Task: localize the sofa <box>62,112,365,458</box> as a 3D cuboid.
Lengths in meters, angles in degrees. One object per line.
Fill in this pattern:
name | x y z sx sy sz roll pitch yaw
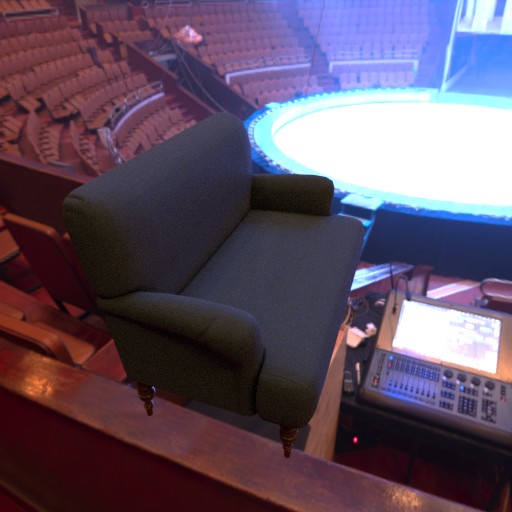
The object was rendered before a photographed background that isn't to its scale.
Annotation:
sofa | 0.000 0.000 1.830 0.779 0.889 1.297 10 32 16
